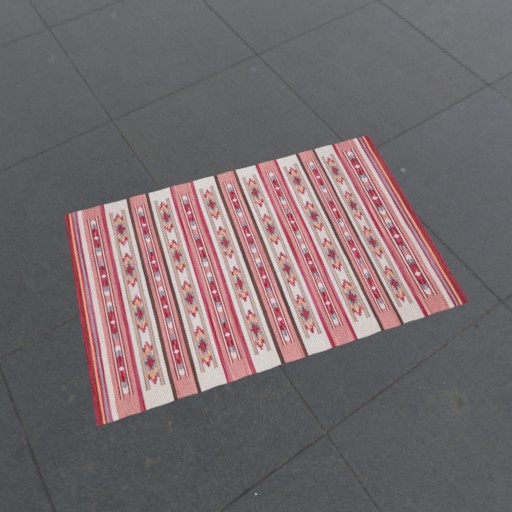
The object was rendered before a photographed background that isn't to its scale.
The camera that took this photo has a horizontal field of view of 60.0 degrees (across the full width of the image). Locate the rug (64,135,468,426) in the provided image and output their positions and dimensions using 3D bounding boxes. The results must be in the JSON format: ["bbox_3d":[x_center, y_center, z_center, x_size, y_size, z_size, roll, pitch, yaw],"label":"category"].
[{"bbox_3d":[0.000,0.000,3.066,2.431,0.010,1.535,-16,63,-9],"label":"rug"}]
